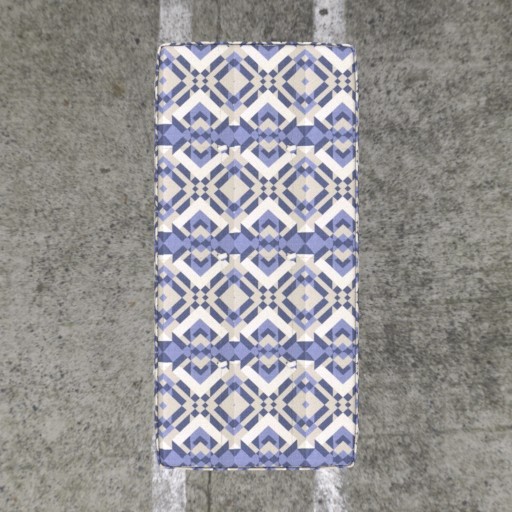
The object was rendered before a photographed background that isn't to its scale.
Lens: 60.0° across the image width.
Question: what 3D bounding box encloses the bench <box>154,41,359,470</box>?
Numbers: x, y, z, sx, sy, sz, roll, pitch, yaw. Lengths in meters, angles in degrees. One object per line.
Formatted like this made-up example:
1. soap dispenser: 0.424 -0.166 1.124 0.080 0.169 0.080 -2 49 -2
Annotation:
1. bench: 0.000 0.000 1.262 0.492 0.477 1.016 0 90 0
